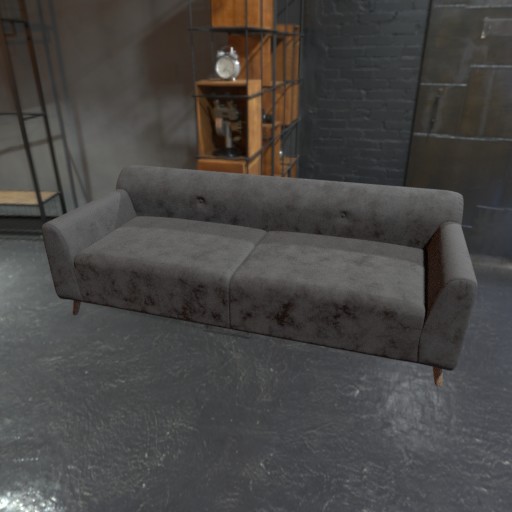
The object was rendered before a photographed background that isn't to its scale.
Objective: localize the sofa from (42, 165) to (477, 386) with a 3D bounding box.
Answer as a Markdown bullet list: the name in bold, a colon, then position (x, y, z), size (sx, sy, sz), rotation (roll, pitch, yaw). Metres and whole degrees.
- **sofa**: position (0.000, 0.000, 2.576), size (2.190, 0.740, 0.900), rotation (8, 26, 16)
